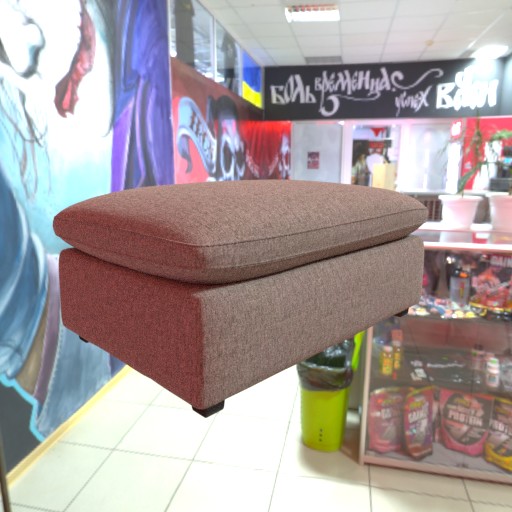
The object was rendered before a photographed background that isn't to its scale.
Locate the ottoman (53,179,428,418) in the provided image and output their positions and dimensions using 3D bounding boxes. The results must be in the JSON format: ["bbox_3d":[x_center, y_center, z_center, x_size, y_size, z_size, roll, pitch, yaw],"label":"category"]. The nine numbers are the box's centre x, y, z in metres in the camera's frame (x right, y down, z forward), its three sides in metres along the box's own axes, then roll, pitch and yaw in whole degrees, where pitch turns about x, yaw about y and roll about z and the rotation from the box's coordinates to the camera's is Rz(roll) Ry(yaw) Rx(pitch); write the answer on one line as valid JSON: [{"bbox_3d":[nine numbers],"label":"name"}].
[{"bbox_3d":[0.000,0.000,1.352,0.694,0.451,0.977,12,17,43],"label":"ottoman"}]
